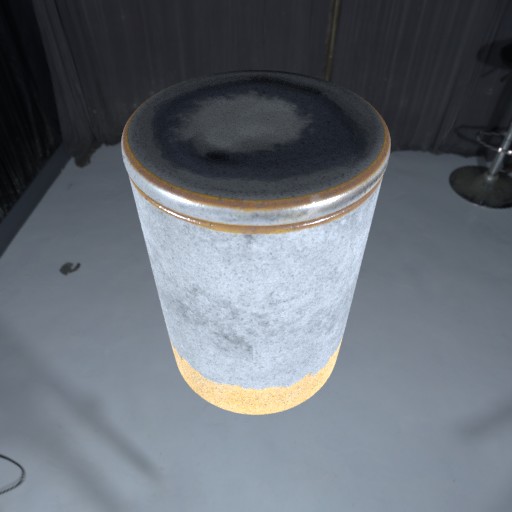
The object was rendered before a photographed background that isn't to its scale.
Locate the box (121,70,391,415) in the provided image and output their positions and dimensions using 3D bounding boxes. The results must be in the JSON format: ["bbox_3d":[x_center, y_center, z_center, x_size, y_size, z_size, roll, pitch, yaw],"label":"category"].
[{"bbox_3d":[0.000,0.000,0.254,0.118,0.168,0.118,0,45,0],"label":"box"}]
